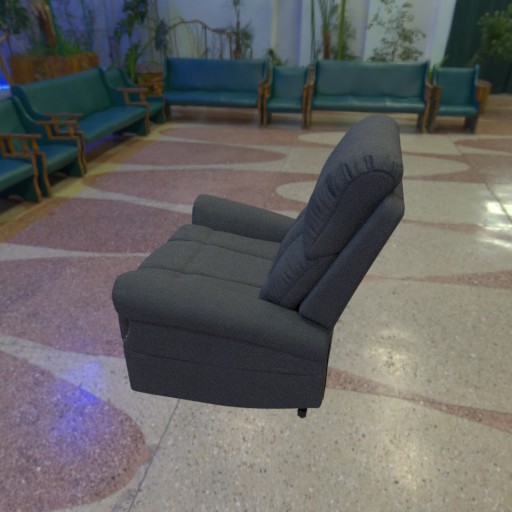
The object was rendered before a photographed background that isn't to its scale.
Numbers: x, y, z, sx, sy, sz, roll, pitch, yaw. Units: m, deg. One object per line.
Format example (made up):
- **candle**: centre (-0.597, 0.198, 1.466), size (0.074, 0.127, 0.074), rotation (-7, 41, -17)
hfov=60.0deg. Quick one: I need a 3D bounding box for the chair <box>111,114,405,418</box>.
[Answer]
- **chair**: centre (0.000, 0.000, 1.736), size (0.979, 1.031, 0.871), rotation (7, 30, 12)
